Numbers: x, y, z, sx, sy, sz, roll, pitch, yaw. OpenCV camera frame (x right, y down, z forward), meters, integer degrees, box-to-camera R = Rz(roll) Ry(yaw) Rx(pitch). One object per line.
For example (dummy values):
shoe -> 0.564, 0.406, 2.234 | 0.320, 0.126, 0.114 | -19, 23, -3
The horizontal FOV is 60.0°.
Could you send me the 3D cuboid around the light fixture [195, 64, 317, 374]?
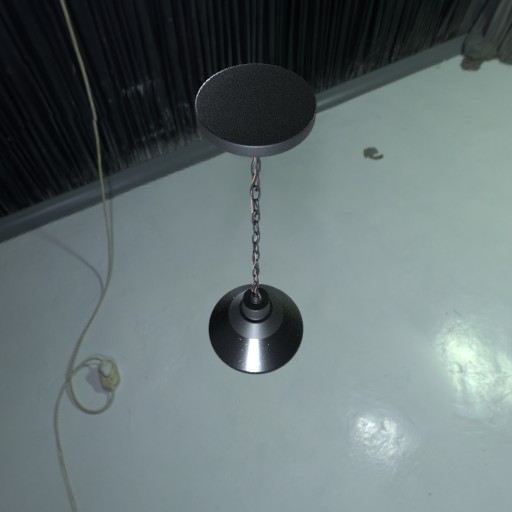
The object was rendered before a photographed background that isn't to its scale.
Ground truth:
light fixture -> 0.000, 0.000, 0.688 | 0.201, 0.588, 0.201 | -31, 64, -17
